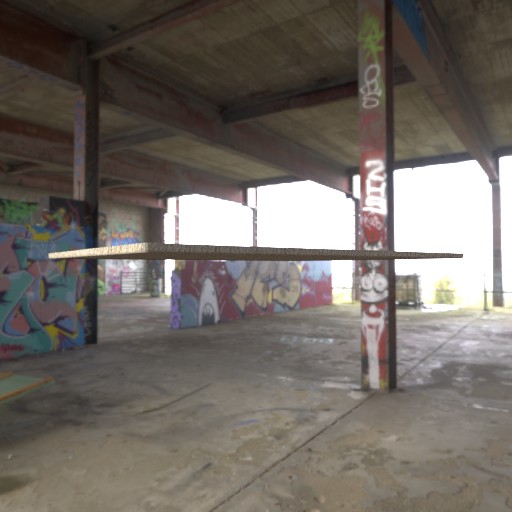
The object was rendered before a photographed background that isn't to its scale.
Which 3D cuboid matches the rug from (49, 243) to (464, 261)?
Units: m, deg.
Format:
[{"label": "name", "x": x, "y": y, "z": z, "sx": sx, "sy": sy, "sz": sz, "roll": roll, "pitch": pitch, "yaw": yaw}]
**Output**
[{"label": "rug", "x": 0.000, "y": 0.000, "z": 2.114, "sx": 1.600, "sy": 0.027, "sz": 1.200, "roll": 1, "pitch": -2, "yaw": -36}]
